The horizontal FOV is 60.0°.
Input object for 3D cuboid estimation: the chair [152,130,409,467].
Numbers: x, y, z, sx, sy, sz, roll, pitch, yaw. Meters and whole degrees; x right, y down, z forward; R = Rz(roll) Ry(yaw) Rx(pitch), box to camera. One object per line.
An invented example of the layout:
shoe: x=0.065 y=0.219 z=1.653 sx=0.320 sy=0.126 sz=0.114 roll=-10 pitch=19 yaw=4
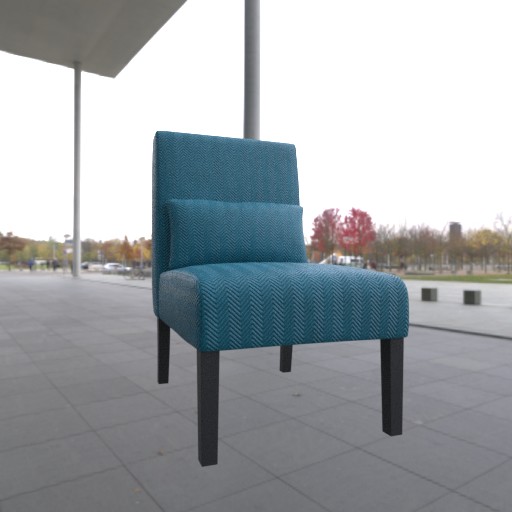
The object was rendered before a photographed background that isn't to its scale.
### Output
chair: x=0.000 y=0.000 z=1.413 sx=0.579 sy=0.927 sz=0.808 roll=0 pitch=-1 yaw=-20
